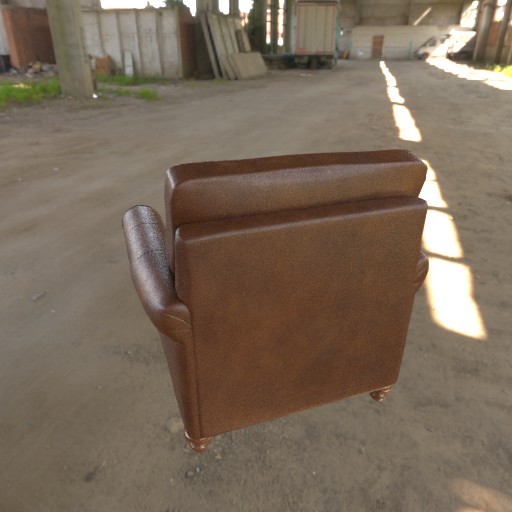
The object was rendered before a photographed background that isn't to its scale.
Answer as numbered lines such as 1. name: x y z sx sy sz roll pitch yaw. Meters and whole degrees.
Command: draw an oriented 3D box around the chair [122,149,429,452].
1. chair: 0.000 0.000 1.783 0.989 0.972 0.992 -9 28 -18
